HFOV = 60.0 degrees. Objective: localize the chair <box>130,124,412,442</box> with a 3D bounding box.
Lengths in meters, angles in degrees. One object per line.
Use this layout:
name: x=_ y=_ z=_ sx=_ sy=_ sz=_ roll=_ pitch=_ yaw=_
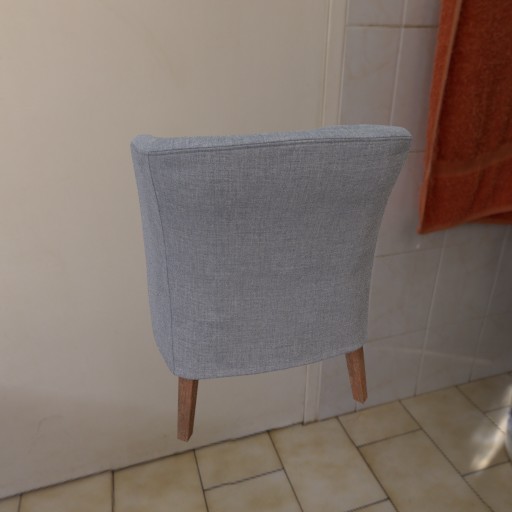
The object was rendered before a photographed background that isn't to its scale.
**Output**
chair: x=0.000 y=0.000 z=1.227 sx=0.600 sy=0.771 sz=0.668 roll=-7 pitch=26 yaw=-14
